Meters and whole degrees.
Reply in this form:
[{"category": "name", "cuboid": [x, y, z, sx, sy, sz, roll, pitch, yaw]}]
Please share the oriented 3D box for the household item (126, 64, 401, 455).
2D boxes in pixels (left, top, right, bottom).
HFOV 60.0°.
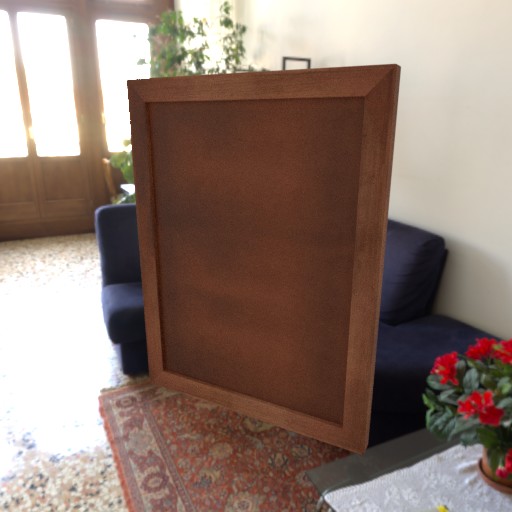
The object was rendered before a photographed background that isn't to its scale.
[{"category": "household item", "cuboid": [0.000, 0.000, 0.537, 0.310, 0.407, 0.067, 9, 19, 27]}]
